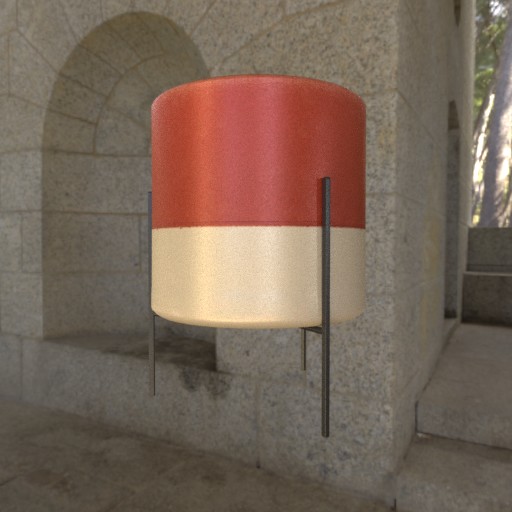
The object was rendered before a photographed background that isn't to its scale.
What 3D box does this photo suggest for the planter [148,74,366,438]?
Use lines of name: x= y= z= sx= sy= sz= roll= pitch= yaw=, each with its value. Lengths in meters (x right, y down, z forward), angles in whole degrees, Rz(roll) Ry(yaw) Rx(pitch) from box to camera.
planter: x=0.000 y=0.000 z=0.729 sx=0.354 sy=0.465 sz=0.345 roll=0 pitch=1 yaw=1
